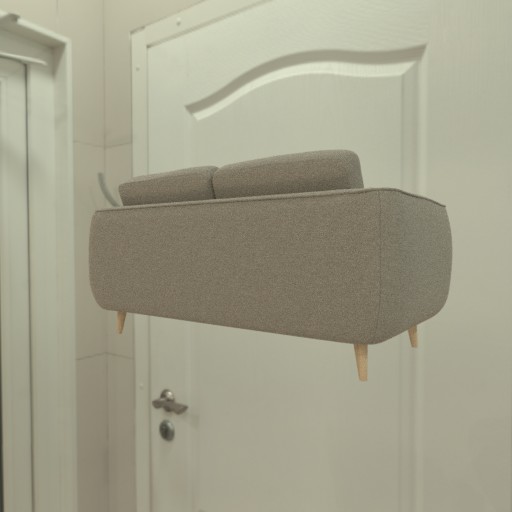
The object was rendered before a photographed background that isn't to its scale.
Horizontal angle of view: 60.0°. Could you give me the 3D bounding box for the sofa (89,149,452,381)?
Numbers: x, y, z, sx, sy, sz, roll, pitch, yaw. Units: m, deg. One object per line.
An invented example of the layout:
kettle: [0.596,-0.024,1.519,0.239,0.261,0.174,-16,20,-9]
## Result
sofa: [0.000,0.000,2.233,1.700,0.850,0.920,1,2,36]
